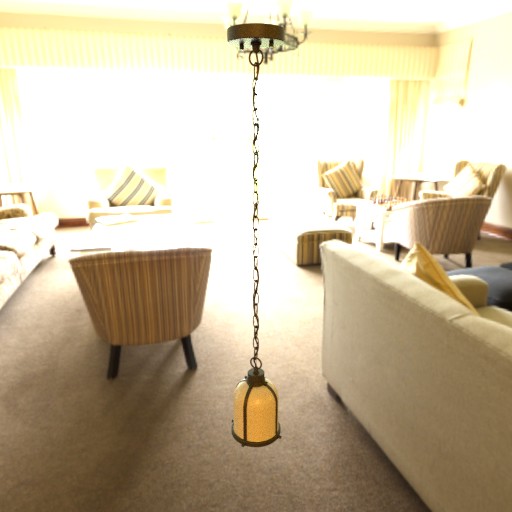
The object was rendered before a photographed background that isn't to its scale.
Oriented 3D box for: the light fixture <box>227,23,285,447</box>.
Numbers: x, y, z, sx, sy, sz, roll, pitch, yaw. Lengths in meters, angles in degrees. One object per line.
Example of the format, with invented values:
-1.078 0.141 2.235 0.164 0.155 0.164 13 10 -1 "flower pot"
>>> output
0.000 0.000 1.275 0.178 1.181 0.178 8 18 26 "light fixture"
